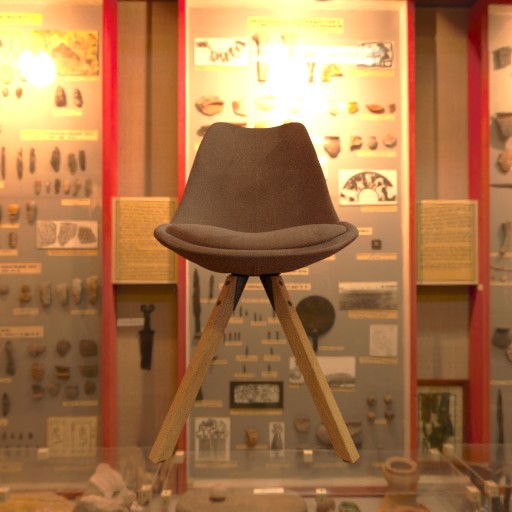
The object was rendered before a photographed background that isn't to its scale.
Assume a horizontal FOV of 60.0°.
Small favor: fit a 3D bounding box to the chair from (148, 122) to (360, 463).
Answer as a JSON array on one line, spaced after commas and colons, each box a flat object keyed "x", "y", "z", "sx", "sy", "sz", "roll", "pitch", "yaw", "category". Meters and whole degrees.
[{"x": 0.000, "y": 0.000, "z": 1.163, "sx": 0.485, "sy": 0.850, "sz": 0.550, "roll": 0, "pitch": 0, "yaw": 0, "category": "chair"}]
